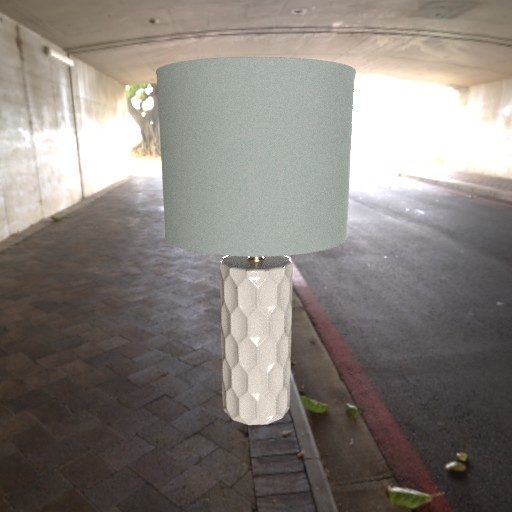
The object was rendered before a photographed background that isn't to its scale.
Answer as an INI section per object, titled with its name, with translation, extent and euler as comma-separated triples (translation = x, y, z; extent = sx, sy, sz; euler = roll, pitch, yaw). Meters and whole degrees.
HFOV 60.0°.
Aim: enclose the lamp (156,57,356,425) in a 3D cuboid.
[lamp]
translation = 0.000, 0.000, 0.696
extent = 0.277, 0.534, 0.277
euler = 8, 17, 26
